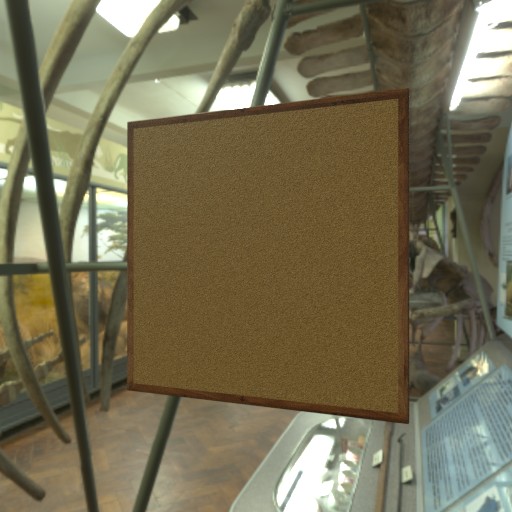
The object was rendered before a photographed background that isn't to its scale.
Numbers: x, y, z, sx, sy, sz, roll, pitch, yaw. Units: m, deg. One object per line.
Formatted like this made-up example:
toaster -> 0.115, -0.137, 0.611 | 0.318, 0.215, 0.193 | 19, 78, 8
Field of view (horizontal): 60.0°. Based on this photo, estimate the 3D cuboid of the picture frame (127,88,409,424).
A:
picture frame -> 0.000, 0.000, 0.539 | 0.352, 0.356, 0.028 | 0, 0, 20
